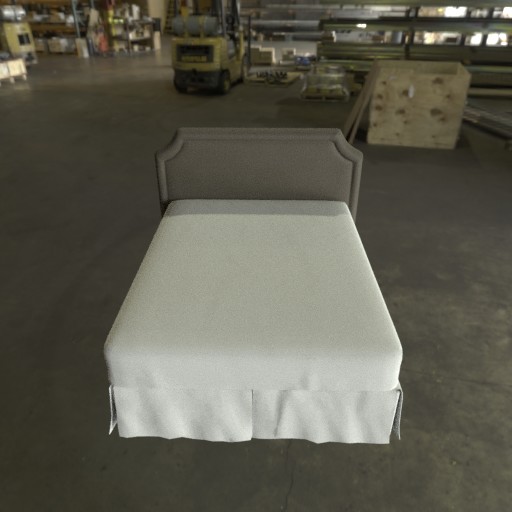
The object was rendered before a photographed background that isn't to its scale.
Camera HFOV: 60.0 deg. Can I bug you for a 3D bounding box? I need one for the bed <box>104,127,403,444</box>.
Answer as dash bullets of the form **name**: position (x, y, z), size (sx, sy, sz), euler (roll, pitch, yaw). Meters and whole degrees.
- **bed**: position (0.000, 0.000, 3.191), size (1.831, 1.297, 2.181), euler (1, 30, 1)
